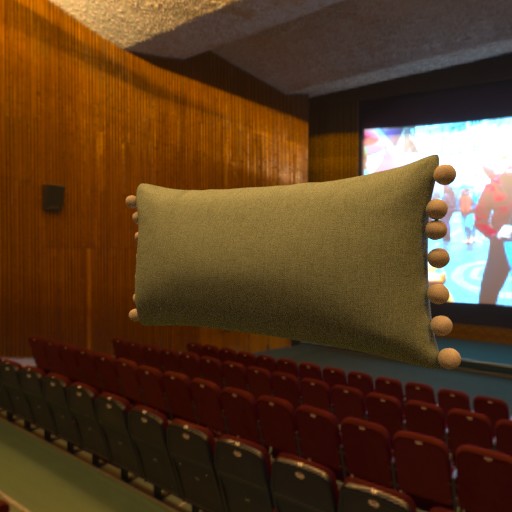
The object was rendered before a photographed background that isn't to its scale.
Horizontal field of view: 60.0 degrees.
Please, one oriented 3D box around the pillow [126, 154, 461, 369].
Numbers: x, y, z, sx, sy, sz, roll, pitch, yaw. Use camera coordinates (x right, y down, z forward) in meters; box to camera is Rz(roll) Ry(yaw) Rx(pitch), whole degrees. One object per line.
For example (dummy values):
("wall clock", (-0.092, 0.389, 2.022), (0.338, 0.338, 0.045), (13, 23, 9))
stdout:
("pillow", (0.000, 0.000, 0.820), (0.709, 0.322, 0.201), (1, 1, 37))
